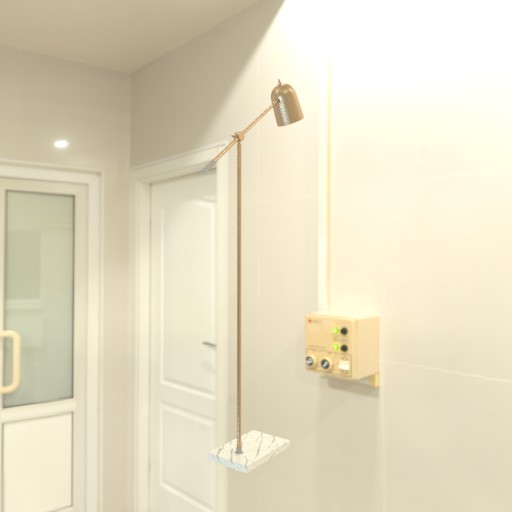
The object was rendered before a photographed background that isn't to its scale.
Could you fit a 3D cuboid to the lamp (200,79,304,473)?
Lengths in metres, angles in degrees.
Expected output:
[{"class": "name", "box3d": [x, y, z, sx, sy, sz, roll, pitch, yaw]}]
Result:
[{"class": "lamp", "box3d": [0.000, 0.000, 1.837, 0.194, 1.594, 0.653, -1, -1, 37]}]
